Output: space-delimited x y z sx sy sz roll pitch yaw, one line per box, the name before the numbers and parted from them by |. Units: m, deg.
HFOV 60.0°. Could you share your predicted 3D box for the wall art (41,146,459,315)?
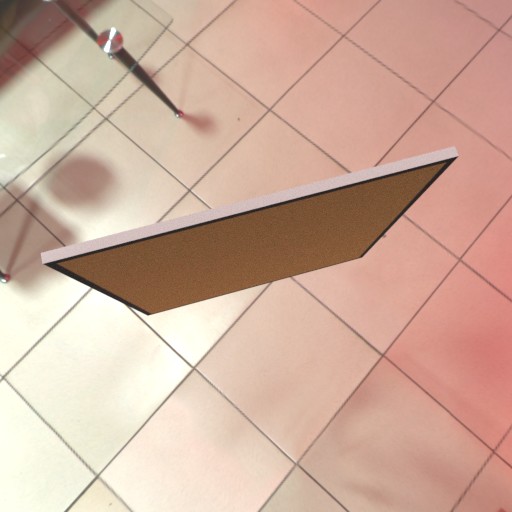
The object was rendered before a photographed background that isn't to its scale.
wall art | 0.000 0.000 1.218 0.805 0.803 0.022 -15 76 -4
